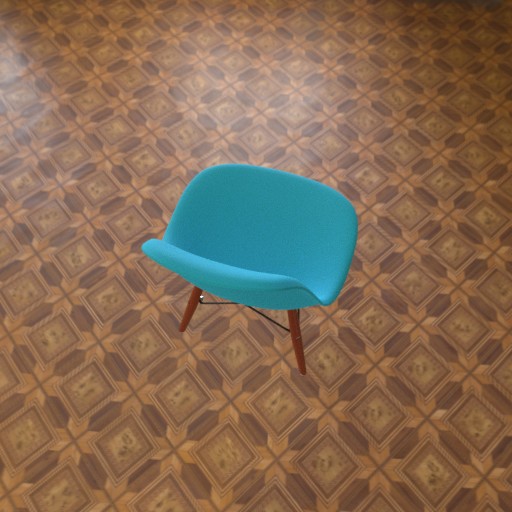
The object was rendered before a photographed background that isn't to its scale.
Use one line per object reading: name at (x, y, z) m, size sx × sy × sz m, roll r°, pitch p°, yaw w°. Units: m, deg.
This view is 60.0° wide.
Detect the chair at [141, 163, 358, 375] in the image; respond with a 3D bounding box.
chair at (0.000, 0.000, 1.137) m, size 0.470 × 0.826 × 0.533 m, roll 16°, pitch 64°, yaw 8°
